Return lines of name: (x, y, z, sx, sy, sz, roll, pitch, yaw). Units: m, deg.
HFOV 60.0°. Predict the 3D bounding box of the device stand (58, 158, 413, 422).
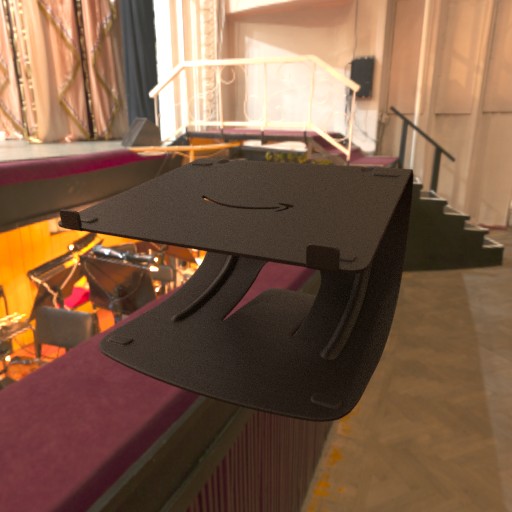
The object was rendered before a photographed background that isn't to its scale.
device stand: (0.000, 0.000, 0.415, 0.256, 0.155, 0.236, 9, 20, 26)
